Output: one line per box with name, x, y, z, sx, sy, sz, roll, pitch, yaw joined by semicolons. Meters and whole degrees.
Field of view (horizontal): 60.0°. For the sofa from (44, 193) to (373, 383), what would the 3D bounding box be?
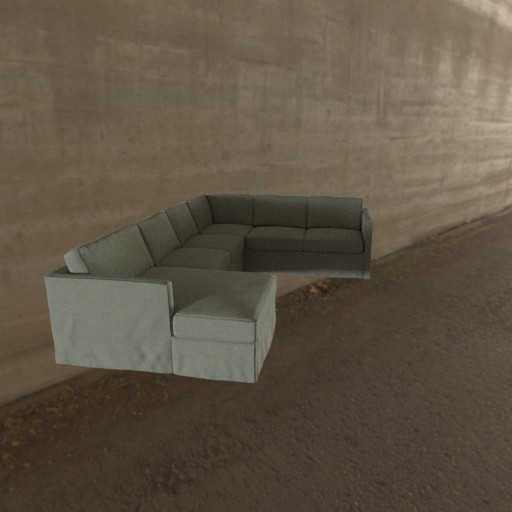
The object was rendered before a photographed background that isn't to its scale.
sofa;0.000;0.000;4.569;2.440;0.869;3.434;3;16;10
